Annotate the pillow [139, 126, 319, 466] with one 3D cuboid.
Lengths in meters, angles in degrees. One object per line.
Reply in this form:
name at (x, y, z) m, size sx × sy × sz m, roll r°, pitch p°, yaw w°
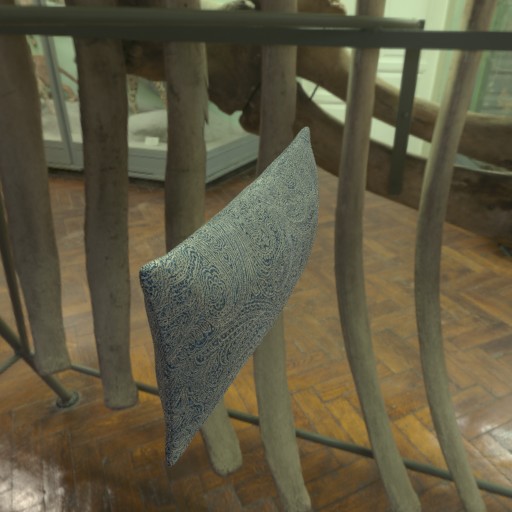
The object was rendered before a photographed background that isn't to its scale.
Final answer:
pillow at (0.000, 0.000, 0.741) m, size 0.151 × 0.295 × 0.615 m, roll 10°, pitch 31°, yaw 18°
